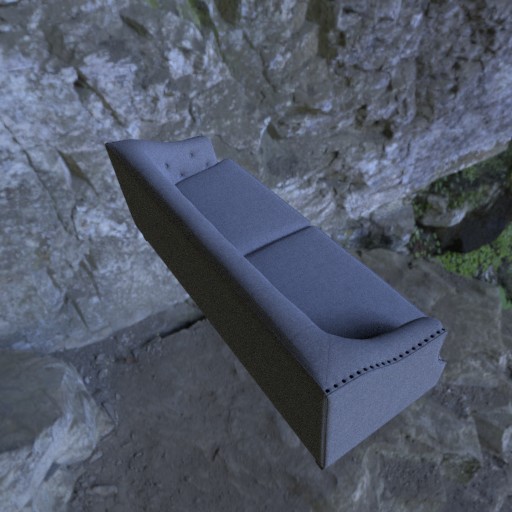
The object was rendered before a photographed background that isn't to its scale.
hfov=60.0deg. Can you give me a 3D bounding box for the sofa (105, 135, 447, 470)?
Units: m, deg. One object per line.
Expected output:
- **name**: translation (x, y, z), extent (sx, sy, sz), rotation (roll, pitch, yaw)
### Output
- **sofa**: translation (0.000, 0.000, 2.697), extent (0.914, 0.901, 2.235), rotation (-25, 48, -25)
